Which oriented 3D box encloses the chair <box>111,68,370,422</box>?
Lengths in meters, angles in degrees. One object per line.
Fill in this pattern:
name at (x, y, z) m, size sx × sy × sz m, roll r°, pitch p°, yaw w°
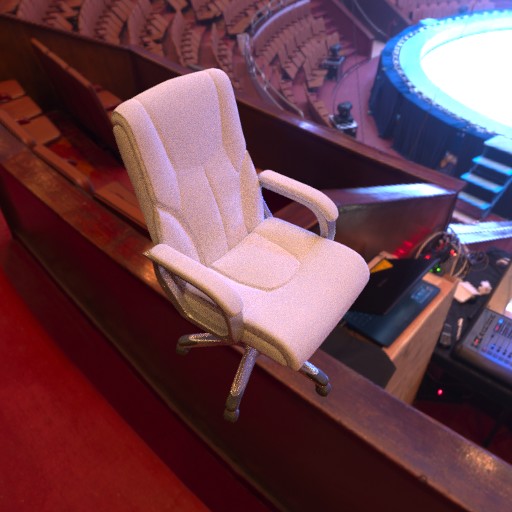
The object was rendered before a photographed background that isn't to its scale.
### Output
chair at (0.000, 0.000, 1.615) m, size 0.738 × 1.120 × 0.687 m, roll 25°, pitch 46°, yaw 27°
